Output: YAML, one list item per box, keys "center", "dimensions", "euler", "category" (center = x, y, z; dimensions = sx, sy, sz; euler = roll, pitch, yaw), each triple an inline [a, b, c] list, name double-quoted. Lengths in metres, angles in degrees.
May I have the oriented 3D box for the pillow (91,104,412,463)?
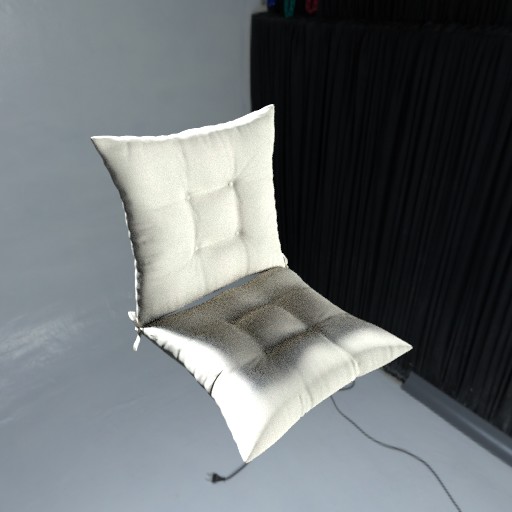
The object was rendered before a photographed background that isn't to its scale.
- center: [0.000, 0.000, 1.026]
  dimensions: [0.541, 0.536, 0.585]
  euler: [-22, 37, -32]
  category: "pillow"
